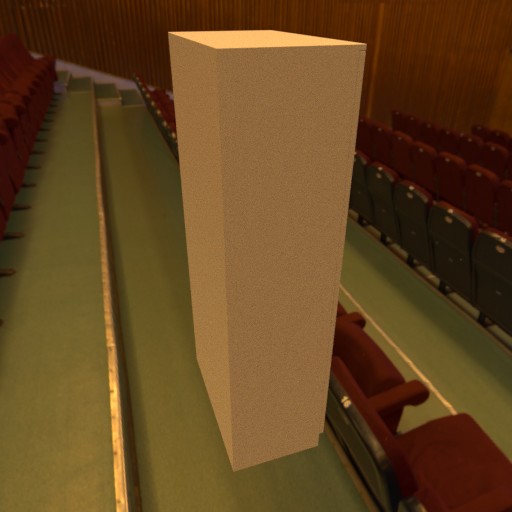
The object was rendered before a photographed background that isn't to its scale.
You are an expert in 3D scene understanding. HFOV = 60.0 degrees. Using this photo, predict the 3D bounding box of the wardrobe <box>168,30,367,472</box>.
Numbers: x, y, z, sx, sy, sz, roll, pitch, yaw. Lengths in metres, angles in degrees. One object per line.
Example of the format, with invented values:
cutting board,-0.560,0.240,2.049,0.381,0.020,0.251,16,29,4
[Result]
wardrobe,0.000,0.000,1.915,0.470,1.700,0.760,-10,31,-16
